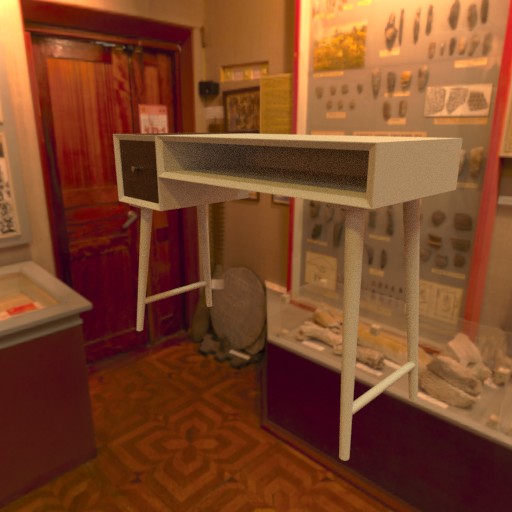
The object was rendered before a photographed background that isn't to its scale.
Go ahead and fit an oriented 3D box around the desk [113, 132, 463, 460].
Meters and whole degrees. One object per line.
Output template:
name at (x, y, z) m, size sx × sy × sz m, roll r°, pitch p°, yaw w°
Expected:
desk at (0.000, 0.000, 1.452) m, size 0.409 × 0.761 × 1.069 m, roll -15°, pitch 22°, yaw -42°
